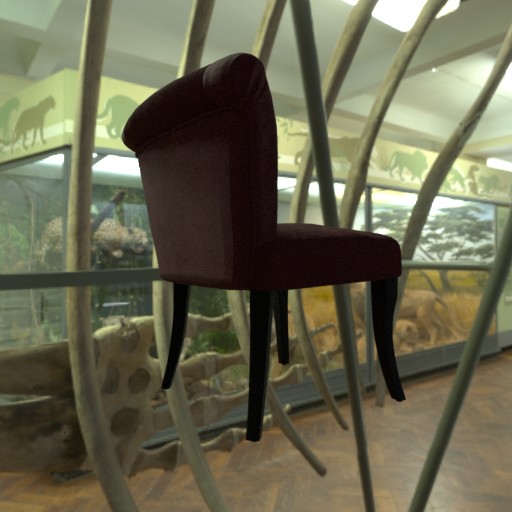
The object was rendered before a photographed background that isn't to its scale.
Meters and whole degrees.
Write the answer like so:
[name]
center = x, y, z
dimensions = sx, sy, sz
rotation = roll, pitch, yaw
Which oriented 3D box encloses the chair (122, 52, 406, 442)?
[chair]
center = 0.000, 0.000, 1.160
dimensions = 0.605, 0.750, 0.582
rotation = 0, 0, -36
